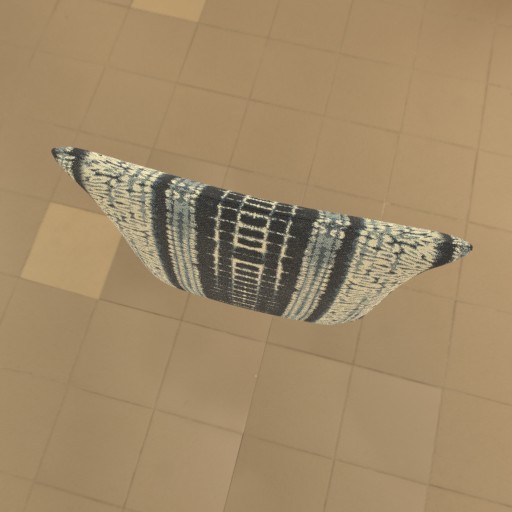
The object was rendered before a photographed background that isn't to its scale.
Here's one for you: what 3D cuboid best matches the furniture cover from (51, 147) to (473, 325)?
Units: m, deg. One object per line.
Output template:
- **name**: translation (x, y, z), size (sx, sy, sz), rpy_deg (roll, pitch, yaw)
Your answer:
- **furniture cover**: translation (0.000, 0.000, 0.639), size (0.425, 0.435, 0.133), rpy_deg (14, 75, 4)
